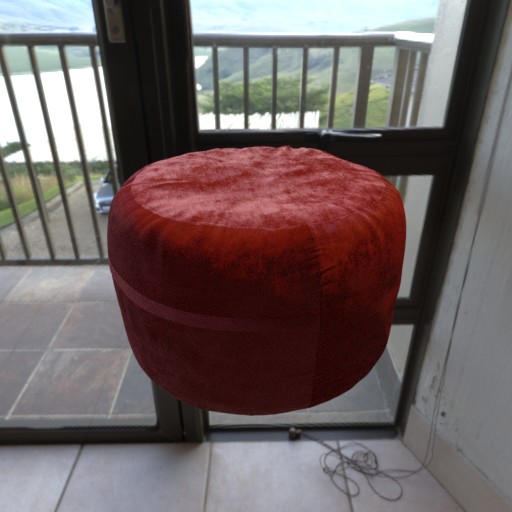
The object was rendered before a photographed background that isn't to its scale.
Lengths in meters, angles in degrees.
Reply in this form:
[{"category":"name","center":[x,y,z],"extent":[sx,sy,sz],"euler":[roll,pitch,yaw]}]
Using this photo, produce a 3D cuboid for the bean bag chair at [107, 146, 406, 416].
[{"category":"bean bag chair","center":[0.000,0.000,1.945],"extent":[1.219,0.762,1.219],"euler":[0,29,0]}]
